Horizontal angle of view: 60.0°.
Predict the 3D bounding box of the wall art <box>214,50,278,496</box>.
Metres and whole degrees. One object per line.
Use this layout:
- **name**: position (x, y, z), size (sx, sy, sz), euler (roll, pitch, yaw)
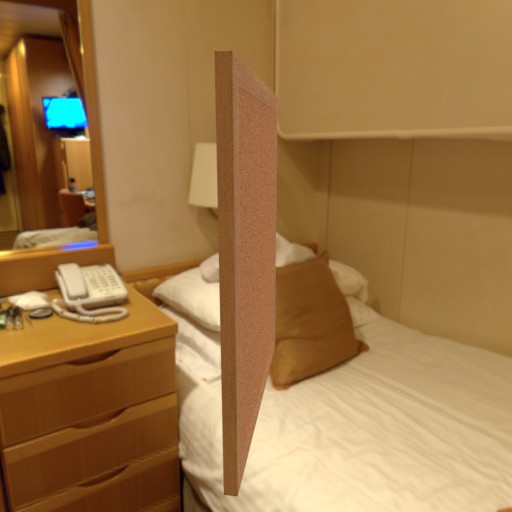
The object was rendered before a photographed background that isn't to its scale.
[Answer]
- **wall art**: position (0.000, 0.000, 0.757), size (0.020, 0.561, 0.460), euler (2, 14, 8)
